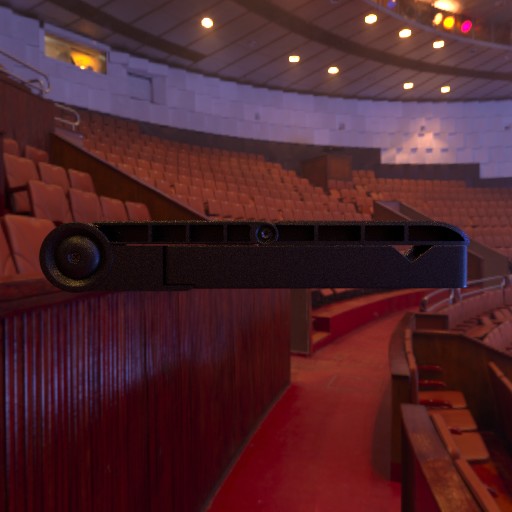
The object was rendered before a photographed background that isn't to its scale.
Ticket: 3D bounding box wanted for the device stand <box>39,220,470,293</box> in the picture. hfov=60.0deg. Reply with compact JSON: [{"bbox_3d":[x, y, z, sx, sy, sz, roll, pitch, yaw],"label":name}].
[{"bbox_3d":[0.000,0.000,0.195,0.179,0.030,0.026,0,1,-1],"label":"device stand"}]
